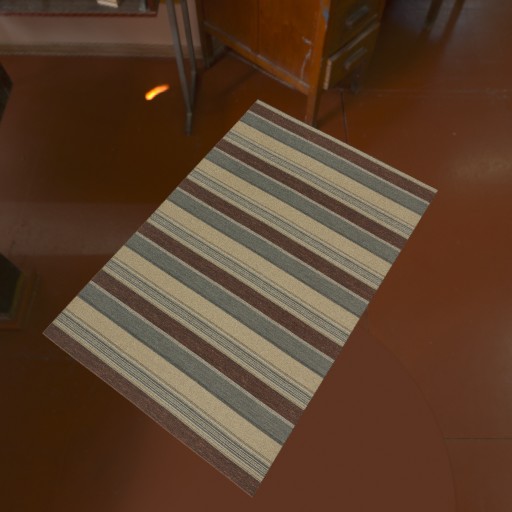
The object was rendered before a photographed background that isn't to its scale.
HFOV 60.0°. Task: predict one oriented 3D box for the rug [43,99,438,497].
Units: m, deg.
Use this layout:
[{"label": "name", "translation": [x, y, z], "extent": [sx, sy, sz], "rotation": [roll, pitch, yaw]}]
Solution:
[{"label": "rug", "translation": [0.000, 0.000, 2.293], "extent": [1.219, 0.008, 1.829], "rotation": [31, 68, 15]}]
